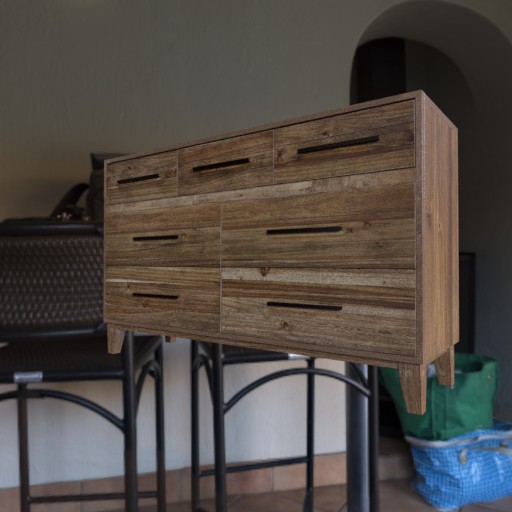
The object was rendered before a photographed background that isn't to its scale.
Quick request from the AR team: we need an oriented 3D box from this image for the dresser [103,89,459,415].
[{"bbox_3d":[0.000,0.000,1.757,1.400,0.873,0.446,-1,-1,36],"label":"dresser"}]
